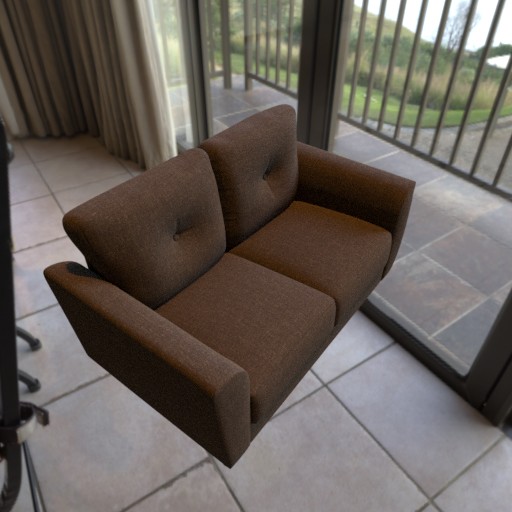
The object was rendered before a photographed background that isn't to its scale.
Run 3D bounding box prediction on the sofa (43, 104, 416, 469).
[{"bbox_3d":[0.000,0.000,1.932,0.851,0.885,1.423,26,47,28],"label":"sofa"}]
